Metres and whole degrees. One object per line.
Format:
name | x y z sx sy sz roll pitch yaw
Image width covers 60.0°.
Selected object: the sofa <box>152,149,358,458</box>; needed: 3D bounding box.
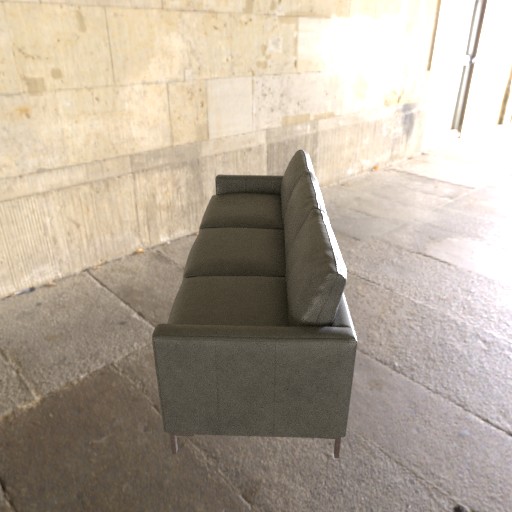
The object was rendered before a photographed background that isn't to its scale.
sofa | 0.000 0.000 2.453 0.748 0.805 2.029 1 26 2
